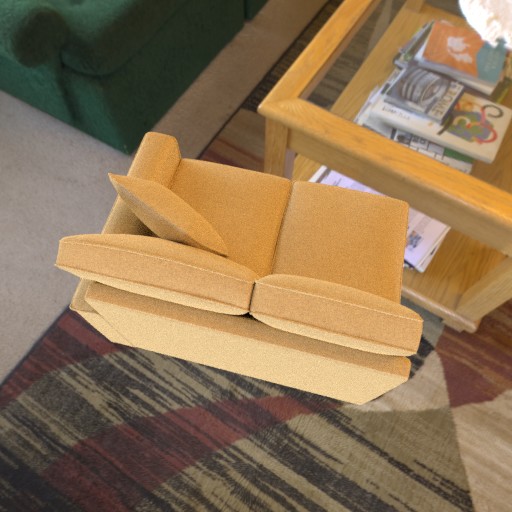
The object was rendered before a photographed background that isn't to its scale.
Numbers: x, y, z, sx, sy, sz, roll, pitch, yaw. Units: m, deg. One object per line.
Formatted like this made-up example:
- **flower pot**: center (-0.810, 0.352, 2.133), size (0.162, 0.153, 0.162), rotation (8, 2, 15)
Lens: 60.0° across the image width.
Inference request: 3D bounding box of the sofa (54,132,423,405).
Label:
- **sofa**: center (0.000, 0.000, 2.109), size (1.388, 0.989, 0.991), rotation (13, 65, 6)
